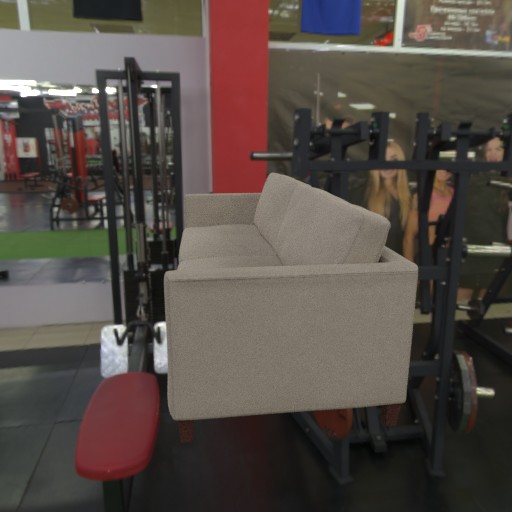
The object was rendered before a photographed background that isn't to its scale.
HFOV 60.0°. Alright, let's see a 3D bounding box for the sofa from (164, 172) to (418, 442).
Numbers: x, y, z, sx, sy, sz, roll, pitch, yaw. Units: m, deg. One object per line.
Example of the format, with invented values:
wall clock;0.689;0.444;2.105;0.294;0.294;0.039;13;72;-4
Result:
sofa;0.000;0.000;2.793;0.988;0.912;2.404;-2;15;-7
